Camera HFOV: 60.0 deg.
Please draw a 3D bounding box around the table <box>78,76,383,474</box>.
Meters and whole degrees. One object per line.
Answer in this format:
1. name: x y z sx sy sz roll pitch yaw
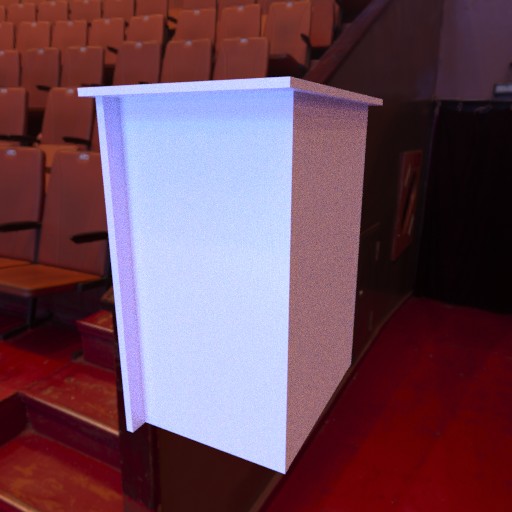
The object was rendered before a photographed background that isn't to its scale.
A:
1. table: 0.000 0.000 1.039 0.406 0.711 0.589 8 18 26
